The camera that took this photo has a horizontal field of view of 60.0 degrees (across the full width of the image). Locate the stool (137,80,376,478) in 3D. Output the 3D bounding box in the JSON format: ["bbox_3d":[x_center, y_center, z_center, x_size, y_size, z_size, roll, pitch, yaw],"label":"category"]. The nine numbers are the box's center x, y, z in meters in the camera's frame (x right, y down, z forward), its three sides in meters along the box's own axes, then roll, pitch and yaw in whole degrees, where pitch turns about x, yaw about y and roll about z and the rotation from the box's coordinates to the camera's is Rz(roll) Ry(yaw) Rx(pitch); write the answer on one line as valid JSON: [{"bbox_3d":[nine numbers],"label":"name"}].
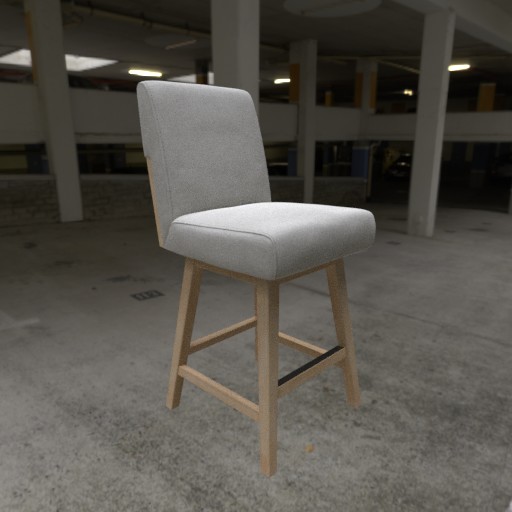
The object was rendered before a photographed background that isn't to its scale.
[{"bbox_3d":[0.000,0.000,1.444,0.606,1.085,0.507,14,21,42],"label":"stool"}]
